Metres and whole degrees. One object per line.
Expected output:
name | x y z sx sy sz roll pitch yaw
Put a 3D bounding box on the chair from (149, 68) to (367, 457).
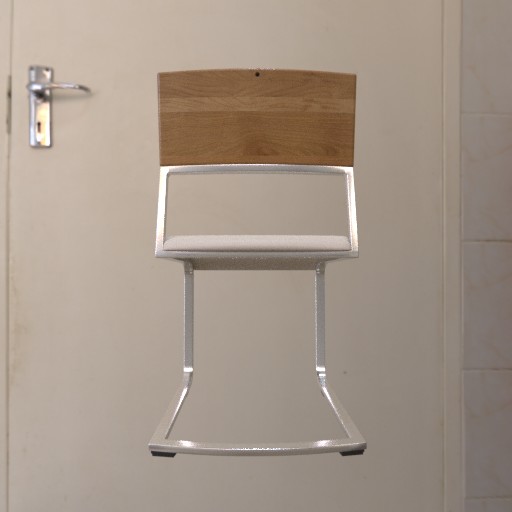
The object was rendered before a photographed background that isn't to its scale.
chair | 0.000 0.000 1.198 0.467 0.844 0.585 0 0 -1
